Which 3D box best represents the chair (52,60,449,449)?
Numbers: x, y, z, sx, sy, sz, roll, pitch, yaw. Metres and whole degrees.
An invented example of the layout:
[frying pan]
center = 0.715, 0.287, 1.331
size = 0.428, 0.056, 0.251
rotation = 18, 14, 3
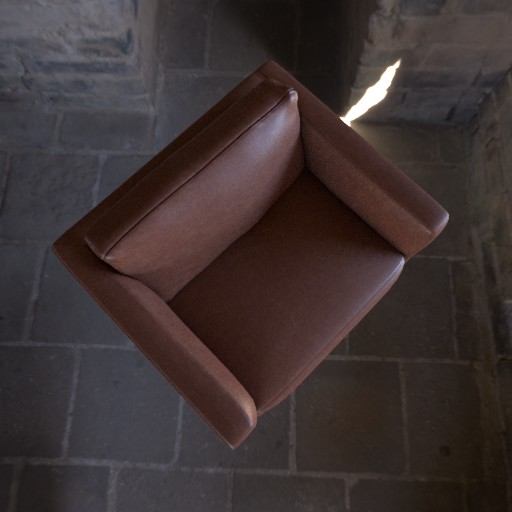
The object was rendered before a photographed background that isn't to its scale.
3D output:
[chair]
center = 0.000, 0.000, 1.815
size = 1.107, 0.917, 0.959
rotation = -44, 80, -10
